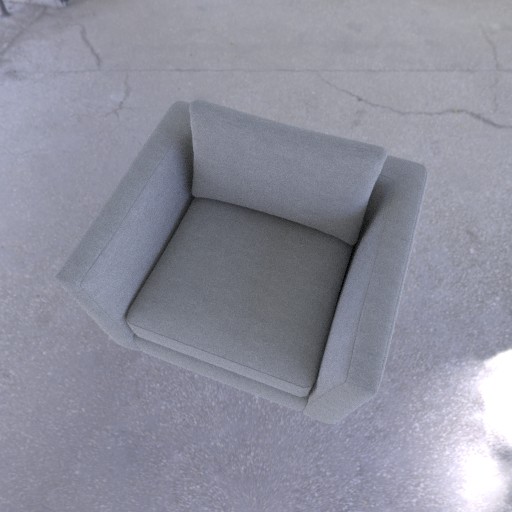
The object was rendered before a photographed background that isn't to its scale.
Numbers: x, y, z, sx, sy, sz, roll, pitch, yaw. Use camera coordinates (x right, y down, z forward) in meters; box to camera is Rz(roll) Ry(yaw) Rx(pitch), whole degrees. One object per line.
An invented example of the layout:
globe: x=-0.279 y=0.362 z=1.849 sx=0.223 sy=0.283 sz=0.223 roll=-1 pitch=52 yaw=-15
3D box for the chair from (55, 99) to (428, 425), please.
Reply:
chair: x=0.000 y=0.000 z=1.712 sx=1.041 sy=0.864 sz=0.889 roll=18 pitch=61 yaw=10
